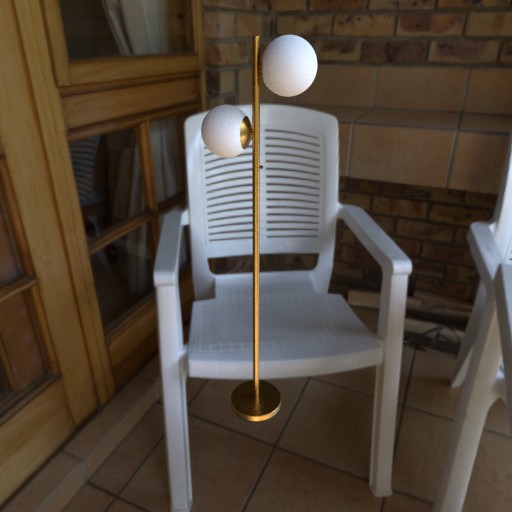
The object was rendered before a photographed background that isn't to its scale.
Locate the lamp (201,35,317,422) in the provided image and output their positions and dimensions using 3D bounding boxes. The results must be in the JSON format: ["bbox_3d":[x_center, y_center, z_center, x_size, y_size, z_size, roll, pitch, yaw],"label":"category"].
[{"bbox_3d":[0.000,0.000,1.838,0.419,1.641,0.249,8,28,16],"label":"lamp"}]
